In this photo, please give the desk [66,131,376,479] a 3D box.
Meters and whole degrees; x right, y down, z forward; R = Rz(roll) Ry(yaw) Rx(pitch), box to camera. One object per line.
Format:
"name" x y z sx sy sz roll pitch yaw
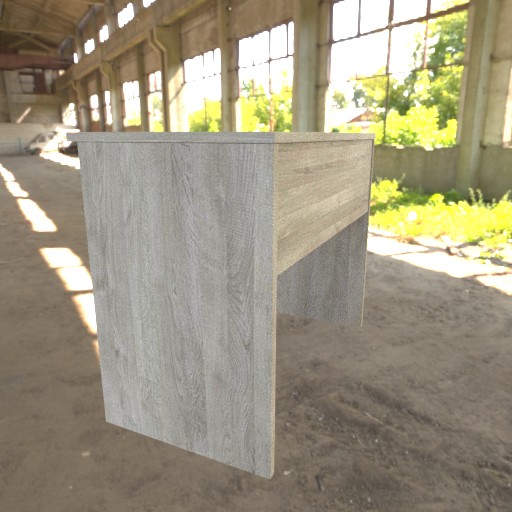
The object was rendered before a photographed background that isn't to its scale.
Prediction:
"desk" 0.000 0.000 1.351 0.498 0.724 0.893 7 17 25
